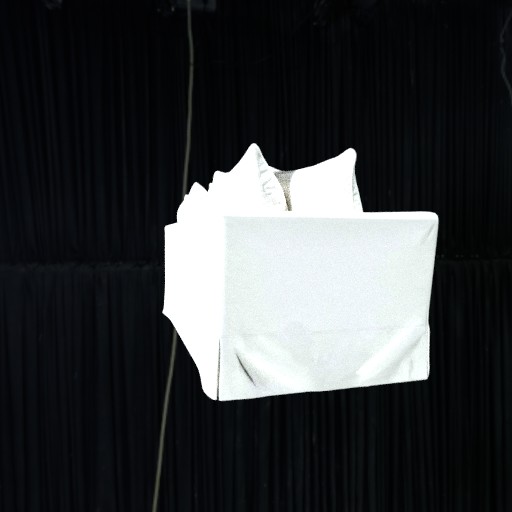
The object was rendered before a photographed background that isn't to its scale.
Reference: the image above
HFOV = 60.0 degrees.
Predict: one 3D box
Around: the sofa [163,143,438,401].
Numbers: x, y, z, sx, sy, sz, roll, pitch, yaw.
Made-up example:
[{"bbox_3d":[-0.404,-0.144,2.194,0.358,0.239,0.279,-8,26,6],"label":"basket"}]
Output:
[{"bbox_3d":[0.000,0.000,2.876,1.031,1.034,2.290,-1,3,-17],"label":"sofa"}]
